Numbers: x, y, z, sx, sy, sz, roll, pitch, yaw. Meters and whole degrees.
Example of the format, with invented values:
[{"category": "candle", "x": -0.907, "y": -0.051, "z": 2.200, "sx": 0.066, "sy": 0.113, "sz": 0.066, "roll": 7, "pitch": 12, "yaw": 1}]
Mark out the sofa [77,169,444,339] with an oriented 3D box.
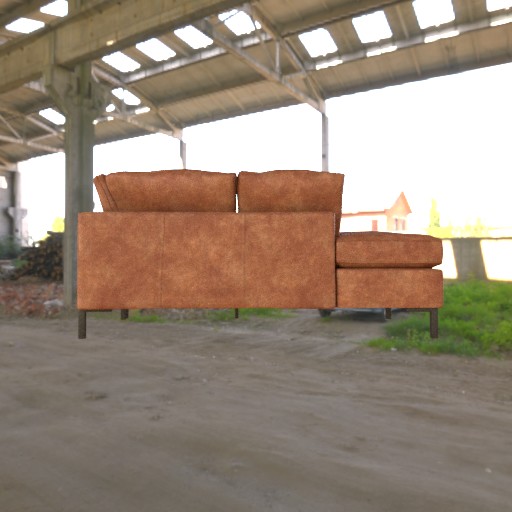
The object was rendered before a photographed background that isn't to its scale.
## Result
[{"category": "sofa", "x": 0.000, "y": 0.000, "z": 3.761, "sx": 1.939, "sy": 0.900, "sz": 2.956, "roll": 0, "pitch": -1, "yaw": -1}]
